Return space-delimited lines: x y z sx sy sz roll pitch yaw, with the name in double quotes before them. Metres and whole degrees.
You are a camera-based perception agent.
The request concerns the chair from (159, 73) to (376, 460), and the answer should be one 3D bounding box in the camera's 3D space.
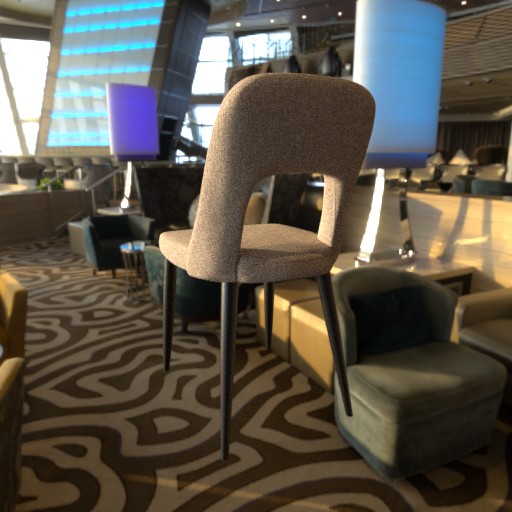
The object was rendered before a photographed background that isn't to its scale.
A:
"chair" 0.000 0.000 1.319 0.470 0.931 0.612 -6 14 -26
